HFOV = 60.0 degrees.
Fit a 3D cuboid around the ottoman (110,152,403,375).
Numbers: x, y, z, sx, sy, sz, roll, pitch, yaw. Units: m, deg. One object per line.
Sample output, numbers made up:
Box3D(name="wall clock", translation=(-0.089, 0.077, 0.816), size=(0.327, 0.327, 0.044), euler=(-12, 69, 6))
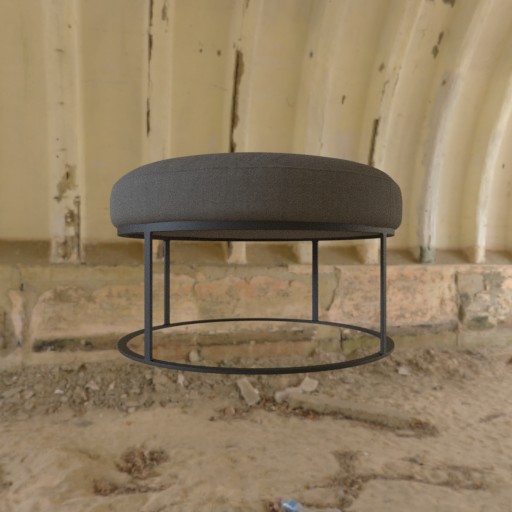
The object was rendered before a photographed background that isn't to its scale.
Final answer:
Box3D(name="ottoman", translation=(0.000, 0.000, 1.224), size=(0.772, 0.460, 0.772), euler=(0, 0, 0))
